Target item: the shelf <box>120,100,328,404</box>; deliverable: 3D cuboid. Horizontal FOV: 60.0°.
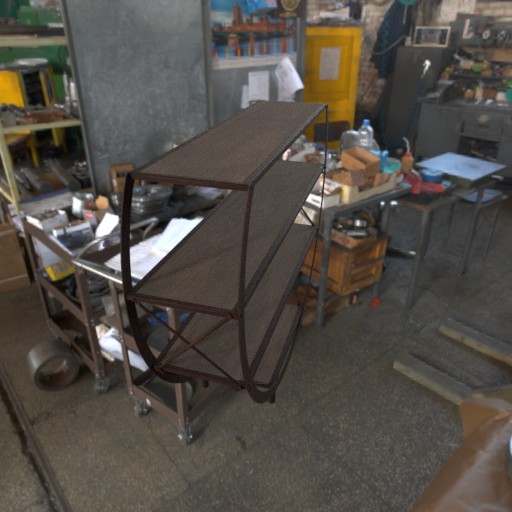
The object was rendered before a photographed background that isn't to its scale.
[{"bbox_3d":[0.000,0.000,1.876,0.344,1.063,1.403,8,30,15],"label":"shelf"}]
